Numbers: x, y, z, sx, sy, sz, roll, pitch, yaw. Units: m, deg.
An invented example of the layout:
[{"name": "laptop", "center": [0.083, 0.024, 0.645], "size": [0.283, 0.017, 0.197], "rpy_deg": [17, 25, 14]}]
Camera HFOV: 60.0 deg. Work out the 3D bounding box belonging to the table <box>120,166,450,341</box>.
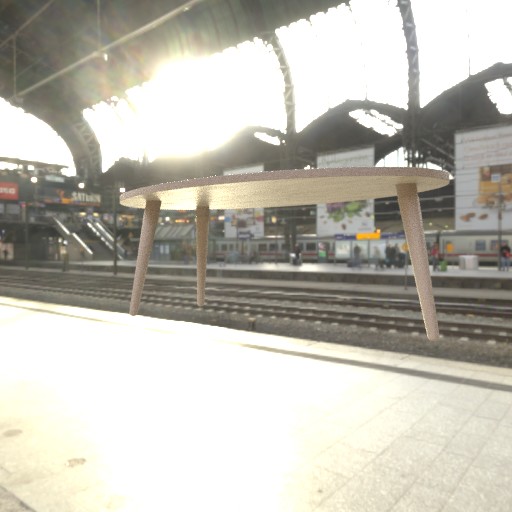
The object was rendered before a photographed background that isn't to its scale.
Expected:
[{"name": "table", "center": [0.000, 0.000, 1.331], "size": [1.083, 0.390, 0.542], "rpy_deg": [0, 1, 36]}]
